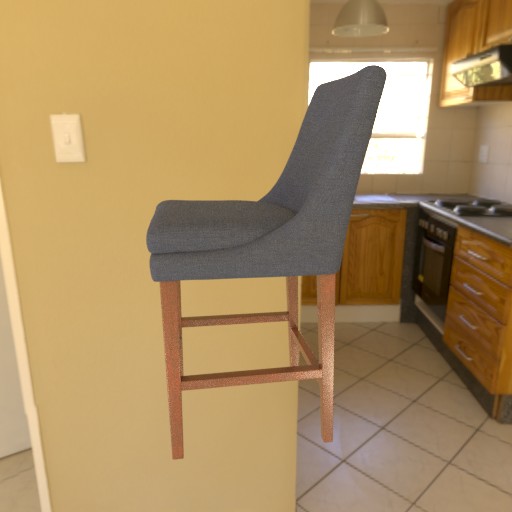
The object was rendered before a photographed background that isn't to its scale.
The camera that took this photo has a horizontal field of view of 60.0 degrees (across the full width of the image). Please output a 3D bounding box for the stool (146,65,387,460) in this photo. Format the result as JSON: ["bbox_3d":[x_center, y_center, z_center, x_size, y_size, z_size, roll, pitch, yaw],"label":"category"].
[{"bbox_3d":[0.000,0.000,1.279,0.577,0.981,0.470,-2,15,-9],"label":"stool"}]
